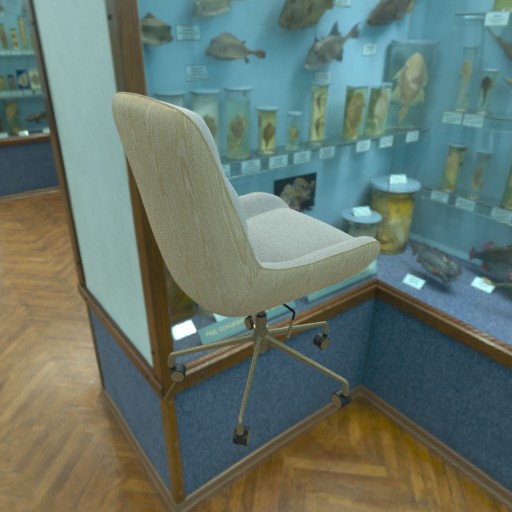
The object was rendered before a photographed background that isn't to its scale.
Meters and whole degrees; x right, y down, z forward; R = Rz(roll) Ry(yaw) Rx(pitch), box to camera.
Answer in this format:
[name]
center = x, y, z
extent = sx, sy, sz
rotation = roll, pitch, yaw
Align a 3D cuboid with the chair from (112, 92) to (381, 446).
[chair]
center = 0.000, 0.000, 1.328
extent = 0.668, 0.952, 0.564
rotation = -17, 31, -31
